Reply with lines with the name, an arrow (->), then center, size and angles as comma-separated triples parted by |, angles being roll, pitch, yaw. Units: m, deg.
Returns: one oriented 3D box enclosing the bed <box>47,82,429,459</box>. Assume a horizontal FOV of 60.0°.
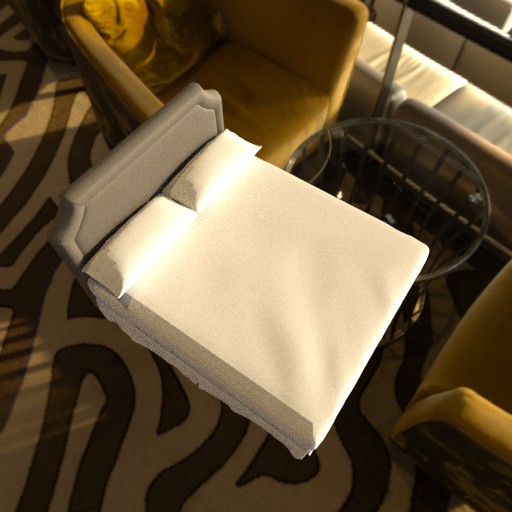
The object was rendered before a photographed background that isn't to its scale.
bed -> 0.000, 0.000, 3.926 | 2.536, 1.561, 2.194 | 31, 64, 17
